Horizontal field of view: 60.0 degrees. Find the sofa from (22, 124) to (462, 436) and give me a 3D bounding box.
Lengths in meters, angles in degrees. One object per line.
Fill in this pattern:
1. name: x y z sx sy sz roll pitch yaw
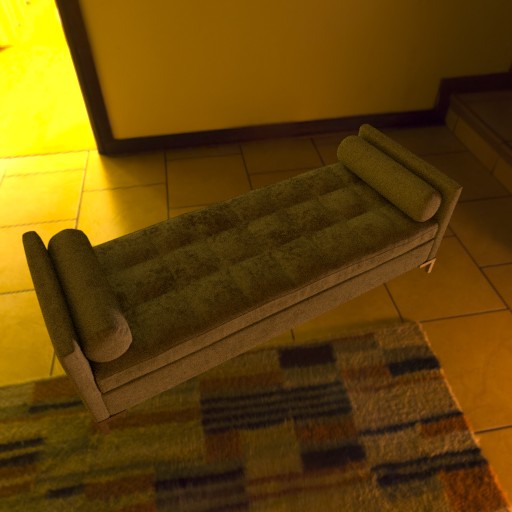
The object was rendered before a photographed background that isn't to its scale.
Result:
1. sofa: 0.000 0.000 2.410 2.102 0.657 0.797 -22 49 -21
